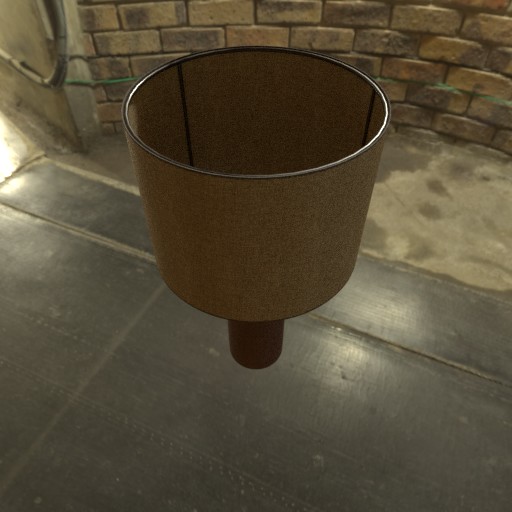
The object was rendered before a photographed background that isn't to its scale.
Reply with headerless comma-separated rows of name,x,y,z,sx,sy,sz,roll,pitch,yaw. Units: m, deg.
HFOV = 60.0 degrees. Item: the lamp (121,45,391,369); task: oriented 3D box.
lamp,0.000,0.000,0.465,0.202,0.350,0.202,0,46,0
